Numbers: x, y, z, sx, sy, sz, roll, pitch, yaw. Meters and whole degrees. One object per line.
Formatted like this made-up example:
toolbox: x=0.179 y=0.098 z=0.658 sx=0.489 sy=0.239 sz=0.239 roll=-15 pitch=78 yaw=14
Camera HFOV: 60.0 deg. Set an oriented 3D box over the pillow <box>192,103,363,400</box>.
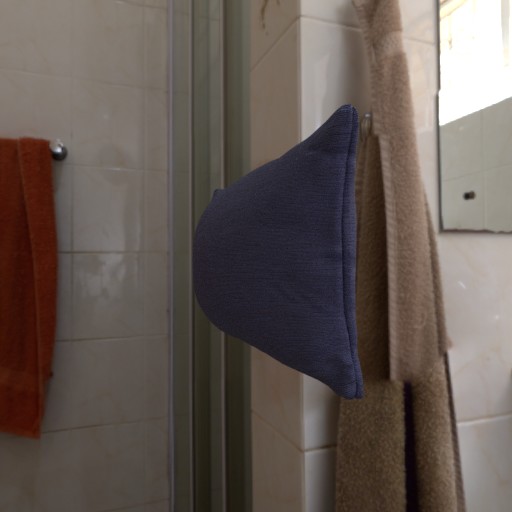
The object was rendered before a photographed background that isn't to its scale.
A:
pillow: x=0.000 y=0.000 z=0.793 sx=0.210 sy=0.338 sz=0.633 roll=0 pitch=-1 yaw=-19
